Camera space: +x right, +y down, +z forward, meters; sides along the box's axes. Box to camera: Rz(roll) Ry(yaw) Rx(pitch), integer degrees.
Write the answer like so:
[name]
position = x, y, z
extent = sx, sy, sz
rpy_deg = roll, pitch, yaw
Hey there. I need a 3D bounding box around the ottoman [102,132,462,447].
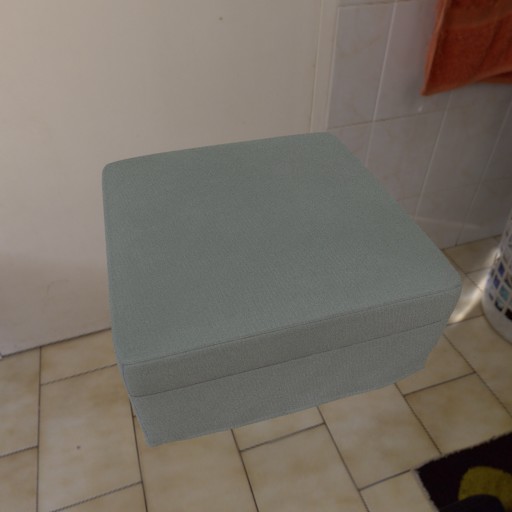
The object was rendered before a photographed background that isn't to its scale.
[ottoman]
position = 0.000, 0.000, 1.369
extent = 0.842, 0.441, 0.843
rpy_deg = -11, 44, -12
